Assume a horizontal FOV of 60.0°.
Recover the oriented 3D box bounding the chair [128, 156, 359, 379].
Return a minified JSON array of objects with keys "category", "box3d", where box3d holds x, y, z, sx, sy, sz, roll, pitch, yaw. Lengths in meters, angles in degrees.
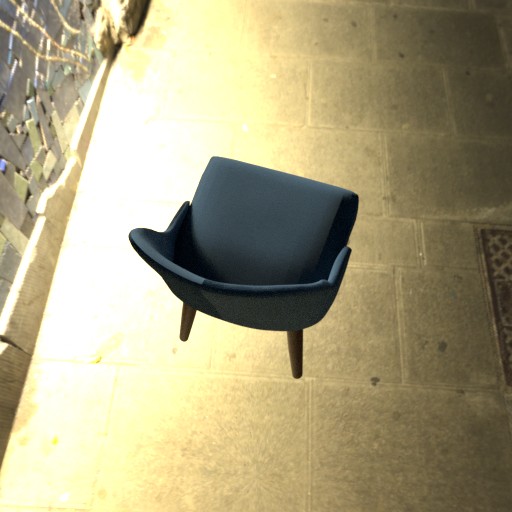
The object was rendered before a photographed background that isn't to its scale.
[{"category":"chair","box3d":[0.000,0.000,1.255,0.503,0.882,0.589,16,65,8]}]
